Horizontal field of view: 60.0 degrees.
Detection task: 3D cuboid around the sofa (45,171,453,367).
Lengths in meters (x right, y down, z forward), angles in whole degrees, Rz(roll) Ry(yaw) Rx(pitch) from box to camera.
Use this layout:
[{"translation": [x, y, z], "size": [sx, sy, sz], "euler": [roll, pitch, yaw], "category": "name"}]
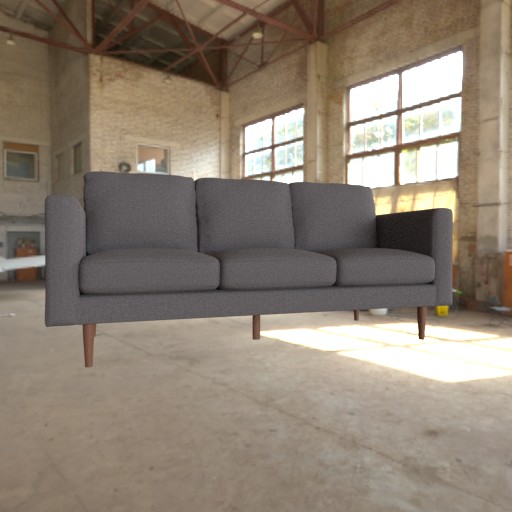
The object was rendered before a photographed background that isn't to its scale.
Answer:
[{"translation": [0.000, 0.000, 2.430], "size": [2.029, 0.912, 0.802], "euler": [0, 1, -19], "category": "sofa"}]
